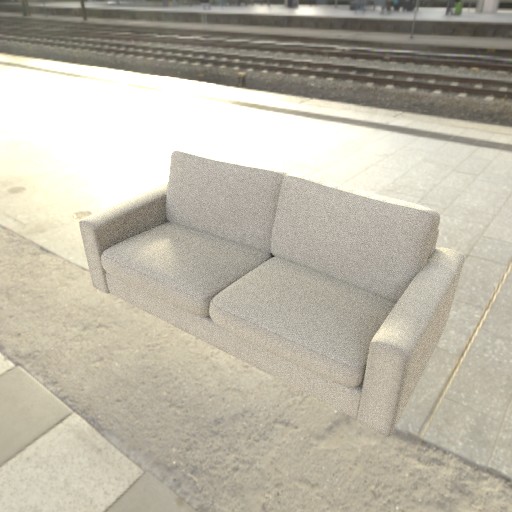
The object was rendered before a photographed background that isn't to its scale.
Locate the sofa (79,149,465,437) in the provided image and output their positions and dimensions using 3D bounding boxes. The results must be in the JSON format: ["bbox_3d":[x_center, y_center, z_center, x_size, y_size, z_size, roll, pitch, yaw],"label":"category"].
[{"bbox_3d":[0.000,0.000,2.733,2.179,0.873,1.016,20,36,29],"label":"sofa"}]
